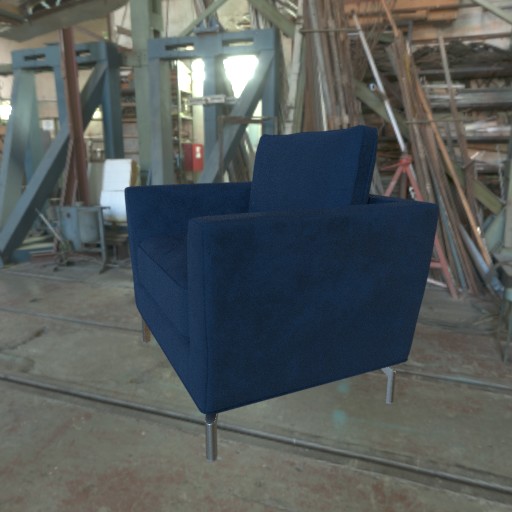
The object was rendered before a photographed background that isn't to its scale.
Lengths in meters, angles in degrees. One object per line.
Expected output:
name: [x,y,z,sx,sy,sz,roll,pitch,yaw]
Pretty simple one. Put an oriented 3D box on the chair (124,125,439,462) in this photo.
chair: [0.000,0.000,1.604,0.746,0.893,0.977,-7,15,-25]
